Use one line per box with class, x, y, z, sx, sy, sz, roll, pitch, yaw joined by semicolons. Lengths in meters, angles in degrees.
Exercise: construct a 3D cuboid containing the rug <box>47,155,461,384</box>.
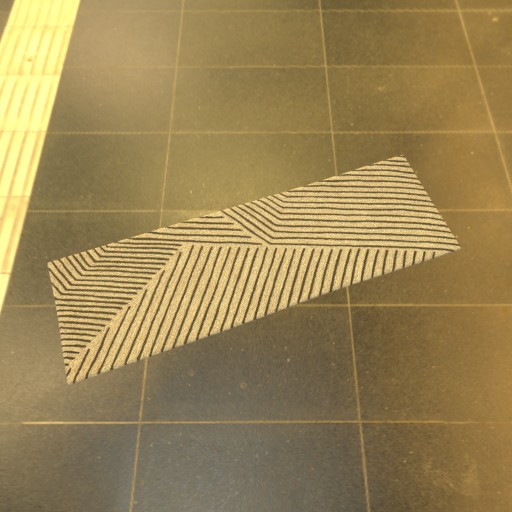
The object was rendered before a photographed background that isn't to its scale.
rug;0.000;0.000;2.731;2.439;0.020;0.773;-18;66;-8
